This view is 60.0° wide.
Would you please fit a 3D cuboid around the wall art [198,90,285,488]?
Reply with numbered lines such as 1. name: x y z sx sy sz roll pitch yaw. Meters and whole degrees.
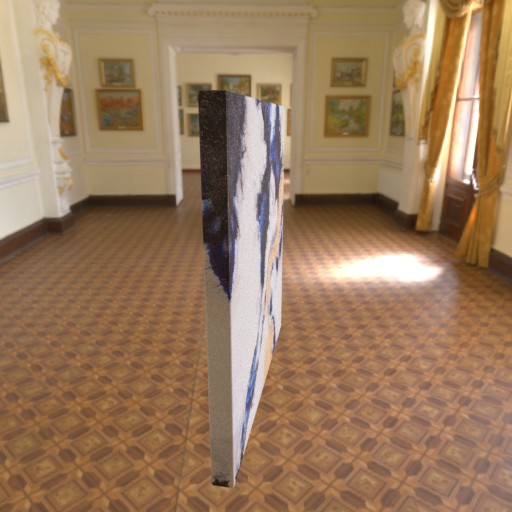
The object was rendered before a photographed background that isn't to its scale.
1. wall art: 0.000 0.000 0.922 0.039 0.609 0.609 3 17 10
